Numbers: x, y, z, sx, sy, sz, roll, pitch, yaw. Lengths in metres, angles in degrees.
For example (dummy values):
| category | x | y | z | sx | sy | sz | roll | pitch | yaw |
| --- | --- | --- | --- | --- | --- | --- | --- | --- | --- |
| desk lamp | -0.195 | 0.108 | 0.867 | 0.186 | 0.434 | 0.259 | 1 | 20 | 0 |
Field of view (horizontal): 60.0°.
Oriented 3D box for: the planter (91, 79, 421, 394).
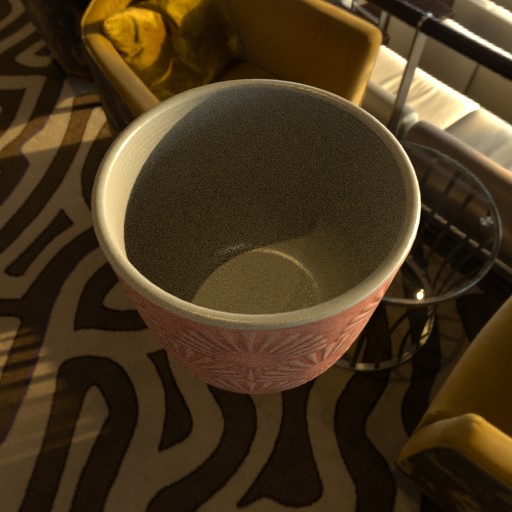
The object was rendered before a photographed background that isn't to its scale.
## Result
| category | x | y | z | sx | sy | sz | roll | pitch | yaw |
| --- | --- | --- | --- | --- | --- | --- | --- | --- | --- |
| planter | 0.000 | 0.000 | 0.214 | 0.124 | 0.109 | 0.124 | 0 | 57 | 0 |
